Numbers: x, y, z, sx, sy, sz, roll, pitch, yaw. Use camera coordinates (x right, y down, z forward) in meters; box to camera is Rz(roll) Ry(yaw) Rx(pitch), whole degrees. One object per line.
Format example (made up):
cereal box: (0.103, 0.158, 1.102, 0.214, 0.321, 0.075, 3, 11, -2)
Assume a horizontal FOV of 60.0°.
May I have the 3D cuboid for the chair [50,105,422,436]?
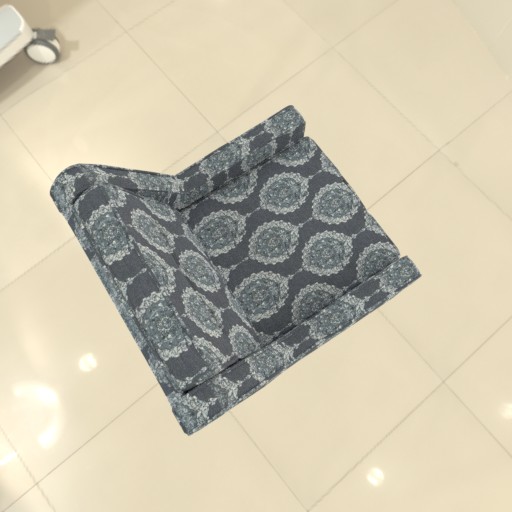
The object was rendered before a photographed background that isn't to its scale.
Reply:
chair: (0.000, 0.000, 1.329, 0.743, 0.792, 0.663, -32, 77, -8)
